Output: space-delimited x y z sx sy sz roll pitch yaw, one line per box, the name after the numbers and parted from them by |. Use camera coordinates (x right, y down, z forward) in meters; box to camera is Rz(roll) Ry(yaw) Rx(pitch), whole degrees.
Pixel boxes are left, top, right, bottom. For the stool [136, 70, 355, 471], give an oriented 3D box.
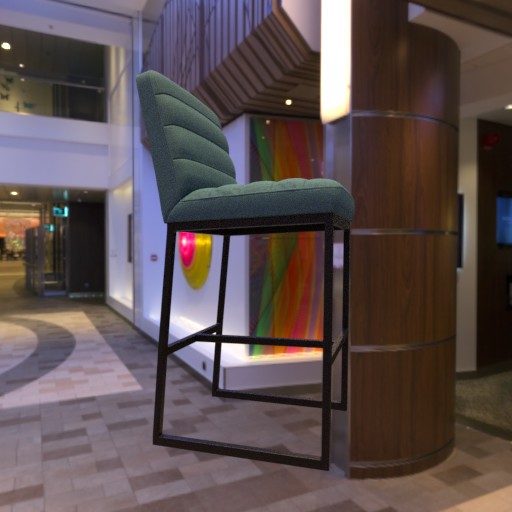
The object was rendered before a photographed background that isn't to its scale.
0.000 0.000 1.355 0.560 1.040 0.460 0 1 17 | stool
